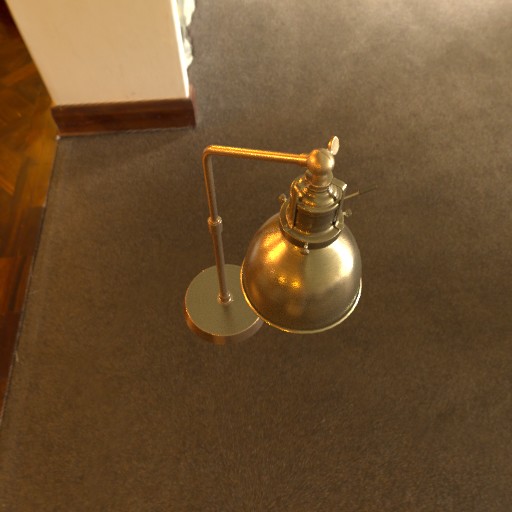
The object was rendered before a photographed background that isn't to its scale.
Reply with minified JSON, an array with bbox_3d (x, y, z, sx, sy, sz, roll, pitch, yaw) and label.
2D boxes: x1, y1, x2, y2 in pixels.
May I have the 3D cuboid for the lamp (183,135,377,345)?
[{"bbox_3d":[0.000,0.000,0.582,0.286,0.456,0.153,31,63,18],"label":"lamp"}]
